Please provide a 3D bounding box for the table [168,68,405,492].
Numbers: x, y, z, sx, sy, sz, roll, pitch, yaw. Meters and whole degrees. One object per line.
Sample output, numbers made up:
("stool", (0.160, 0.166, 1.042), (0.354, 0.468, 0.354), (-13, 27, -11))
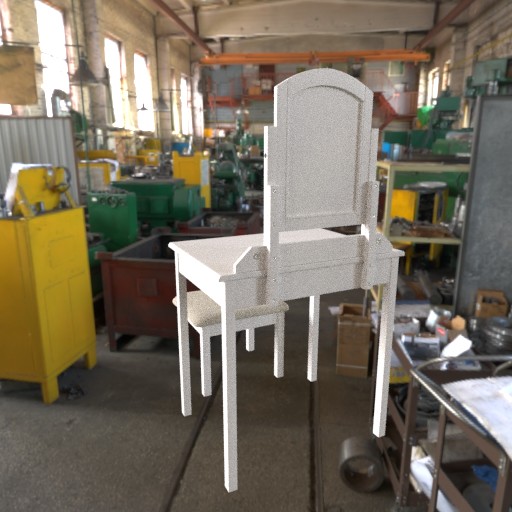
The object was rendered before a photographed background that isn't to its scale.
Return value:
("table", (0.000, 0.000, 2.278), (0.876, 1.631, 1.211), (-7, 15, -26))
